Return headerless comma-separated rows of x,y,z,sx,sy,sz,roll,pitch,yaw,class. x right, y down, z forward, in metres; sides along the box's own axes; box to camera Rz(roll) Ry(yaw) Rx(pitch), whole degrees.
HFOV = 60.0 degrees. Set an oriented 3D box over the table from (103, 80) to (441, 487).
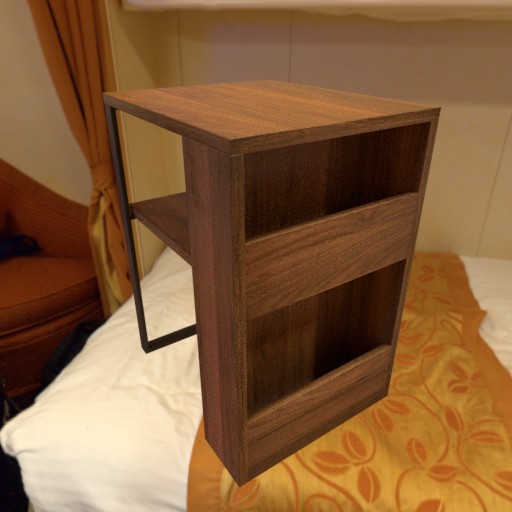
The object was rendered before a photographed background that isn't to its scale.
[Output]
0.000,0.000,1.544,0.660,1.041,0.786,-18,32,-30,table
